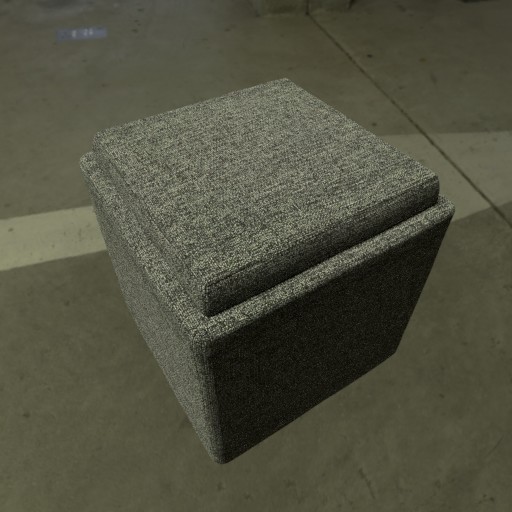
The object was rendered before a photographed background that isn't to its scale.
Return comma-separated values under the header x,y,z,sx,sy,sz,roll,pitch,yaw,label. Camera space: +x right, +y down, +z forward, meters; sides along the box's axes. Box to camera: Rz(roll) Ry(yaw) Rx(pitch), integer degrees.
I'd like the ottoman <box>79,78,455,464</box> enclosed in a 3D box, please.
x,y,z,sx,sy,sz,roll,pitch,yaw,label
0.000,0.000,0.827,0.450,0.463,0.450,-25,51,-22,ottoman
